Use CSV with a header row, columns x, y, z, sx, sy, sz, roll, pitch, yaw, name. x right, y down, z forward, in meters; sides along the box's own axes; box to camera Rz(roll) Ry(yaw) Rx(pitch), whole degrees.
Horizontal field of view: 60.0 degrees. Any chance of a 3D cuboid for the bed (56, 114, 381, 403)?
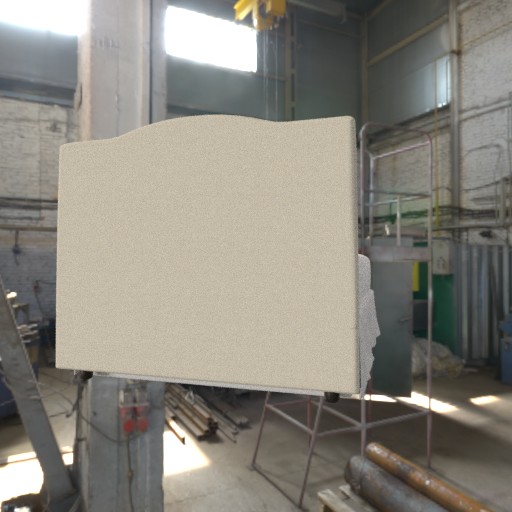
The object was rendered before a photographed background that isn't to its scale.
x,y,z,sx,sy,sz,roll,pitch,yaw,name
0.000,0.000,3.334,1.741,1.449,2.196,0,-1,17,bed
